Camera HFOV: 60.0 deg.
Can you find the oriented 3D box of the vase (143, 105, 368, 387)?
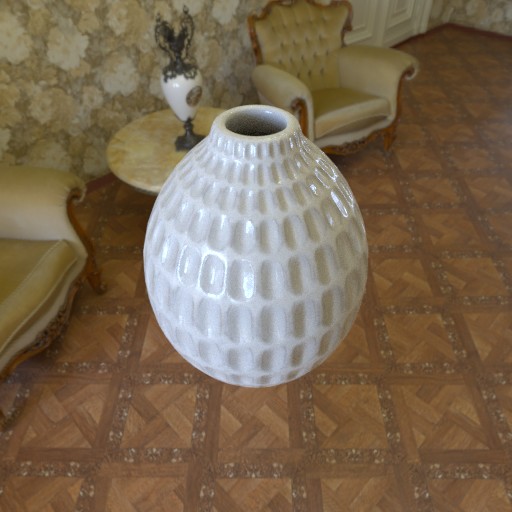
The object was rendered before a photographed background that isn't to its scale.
[{"bbox_3d":[0.000,0.000,0.258,0.128,0.167,0.128,0,42,0],"label":"vase"}]
